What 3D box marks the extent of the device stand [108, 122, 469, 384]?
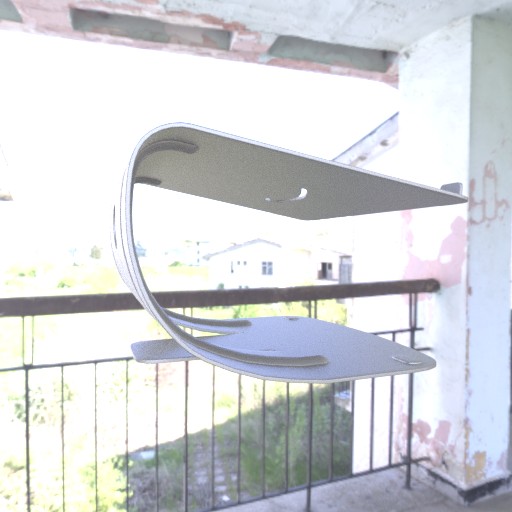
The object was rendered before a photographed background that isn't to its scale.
[{"bbox_3d":[0.000,0.000,0.388,0.236,0.155,0.256,0,1,-20],"label":"device stand"}]
